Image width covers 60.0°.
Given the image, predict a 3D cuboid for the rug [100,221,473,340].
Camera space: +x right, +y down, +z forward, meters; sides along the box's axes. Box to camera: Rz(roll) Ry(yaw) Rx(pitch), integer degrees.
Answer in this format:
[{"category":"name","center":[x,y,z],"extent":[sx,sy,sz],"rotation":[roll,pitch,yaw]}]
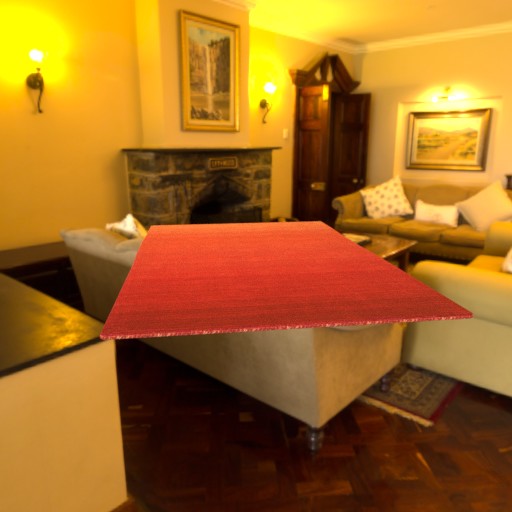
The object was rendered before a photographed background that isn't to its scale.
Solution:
[{"category":"rug","center":[0.000,0.000,2.284],"extent":[1.230,0.018,1.835],"rotation":[-2,14,-8]}]
